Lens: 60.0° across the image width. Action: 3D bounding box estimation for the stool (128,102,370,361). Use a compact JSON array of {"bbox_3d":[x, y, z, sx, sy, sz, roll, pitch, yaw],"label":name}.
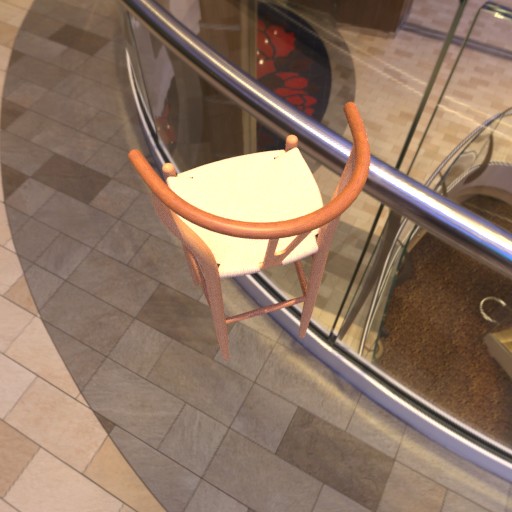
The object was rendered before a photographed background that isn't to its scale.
[{"bbox_3d":[0.000,0.000,1.429,0.574,1.068,0.561,-15,60,-9],"label":"stool"}]
